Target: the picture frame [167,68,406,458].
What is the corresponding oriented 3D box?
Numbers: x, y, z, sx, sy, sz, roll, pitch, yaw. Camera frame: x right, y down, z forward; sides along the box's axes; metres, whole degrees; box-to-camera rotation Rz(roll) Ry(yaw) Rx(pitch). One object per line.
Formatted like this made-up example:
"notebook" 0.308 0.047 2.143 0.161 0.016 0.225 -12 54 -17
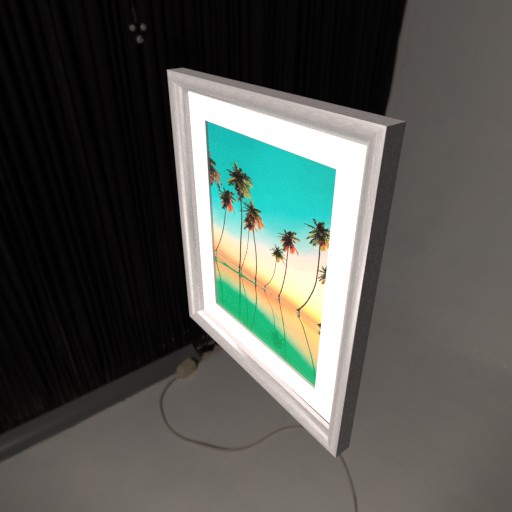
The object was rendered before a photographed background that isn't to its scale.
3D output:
"picture frame" 0.000 0.000 0.529 0.027 0.378 0.327 -22 37 -32
